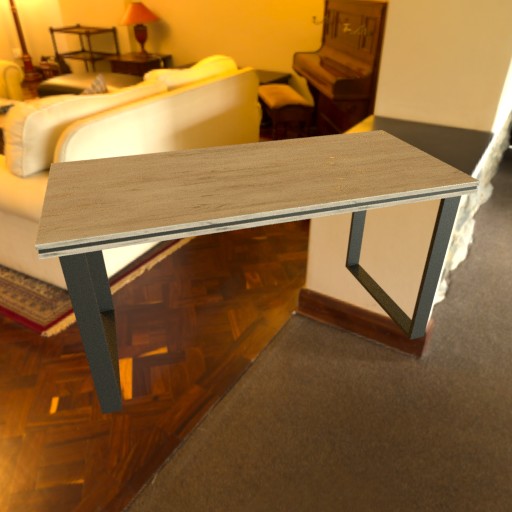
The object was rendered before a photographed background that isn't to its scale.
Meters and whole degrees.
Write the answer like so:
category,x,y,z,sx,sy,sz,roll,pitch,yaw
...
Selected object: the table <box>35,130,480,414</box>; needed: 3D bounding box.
category,x,y,z,sx,sy,sz,roll,pitch,yaw
table,0.000,0.000,2.242,1.778,0.899,0.795,-10,33,-15
